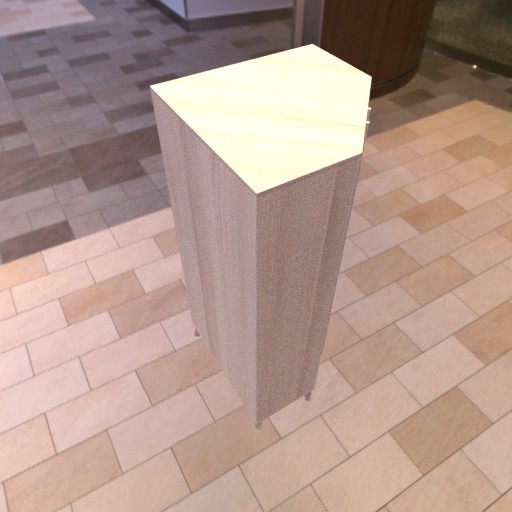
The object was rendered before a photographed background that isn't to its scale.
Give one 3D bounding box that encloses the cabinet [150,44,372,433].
[{"bbox_3d":[0.000,0.000,2.602,0.969,1.957,1.272,10,47,9],"label":"cabinet"}]
